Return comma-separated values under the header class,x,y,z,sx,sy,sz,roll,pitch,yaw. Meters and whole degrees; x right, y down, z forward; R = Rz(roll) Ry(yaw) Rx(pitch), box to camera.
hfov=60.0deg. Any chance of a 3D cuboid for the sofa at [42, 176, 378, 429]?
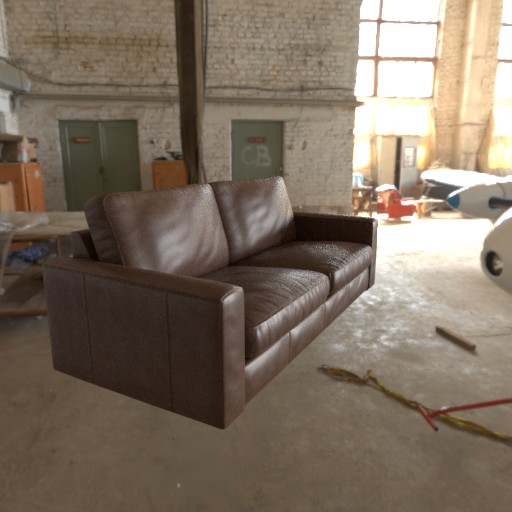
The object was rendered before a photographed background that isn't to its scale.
class,x,y,z,sx,sy,sz,roll,pitch,yaw
sofa,0.000,0.000,2.710,1.016,0.873,2.179,7,15,28
